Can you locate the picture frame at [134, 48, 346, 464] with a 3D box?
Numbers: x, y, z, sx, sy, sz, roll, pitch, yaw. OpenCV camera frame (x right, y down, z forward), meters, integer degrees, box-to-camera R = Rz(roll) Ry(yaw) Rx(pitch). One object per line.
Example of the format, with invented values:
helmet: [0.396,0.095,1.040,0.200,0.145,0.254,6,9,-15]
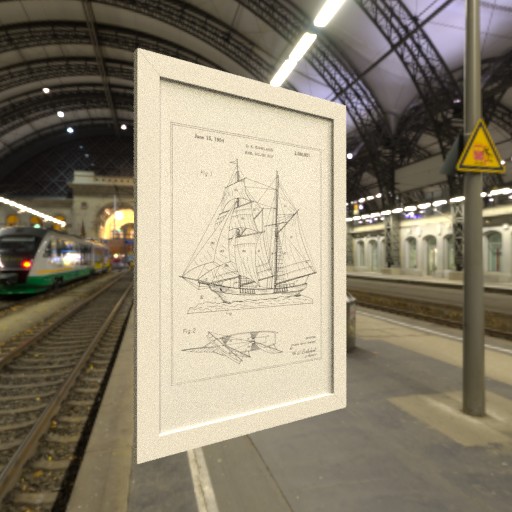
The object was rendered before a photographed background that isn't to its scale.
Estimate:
picture frame: [0.000,0.000,0.586,0.326,0.459,0.011,0,0,-35]
